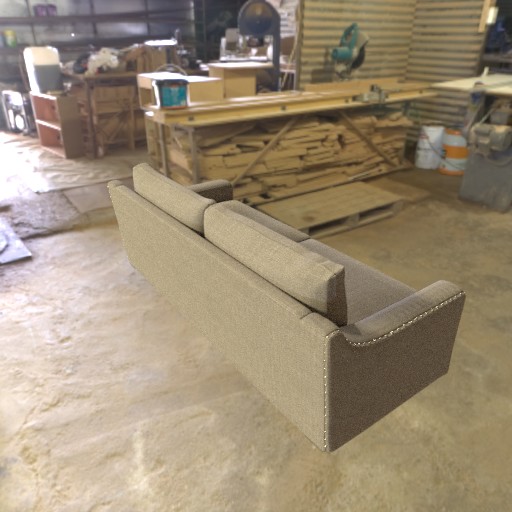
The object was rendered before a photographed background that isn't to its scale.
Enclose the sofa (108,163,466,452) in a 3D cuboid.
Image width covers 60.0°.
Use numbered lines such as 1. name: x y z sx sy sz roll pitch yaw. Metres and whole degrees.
1. sofa: 0.000 0.000 2.731 1.000 0.857 2.208 -19 33 -32
